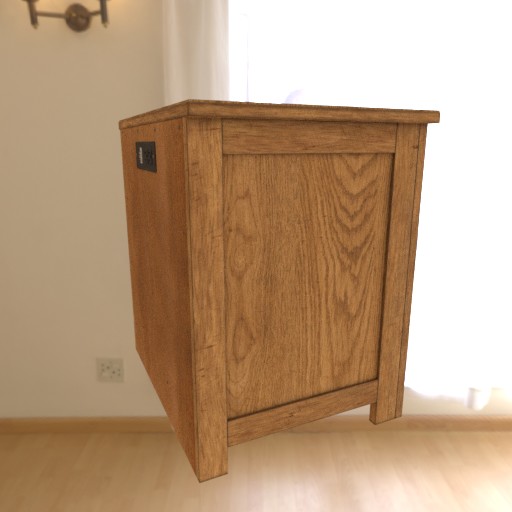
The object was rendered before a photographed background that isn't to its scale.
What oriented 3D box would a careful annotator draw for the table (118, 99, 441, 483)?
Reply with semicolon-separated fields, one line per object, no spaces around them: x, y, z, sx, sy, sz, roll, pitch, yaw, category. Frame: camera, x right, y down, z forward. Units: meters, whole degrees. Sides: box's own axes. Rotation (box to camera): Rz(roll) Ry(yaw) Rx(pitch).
0.000;0.000;1.039;0.494;0.625;0.601;-7;15;-25;table
